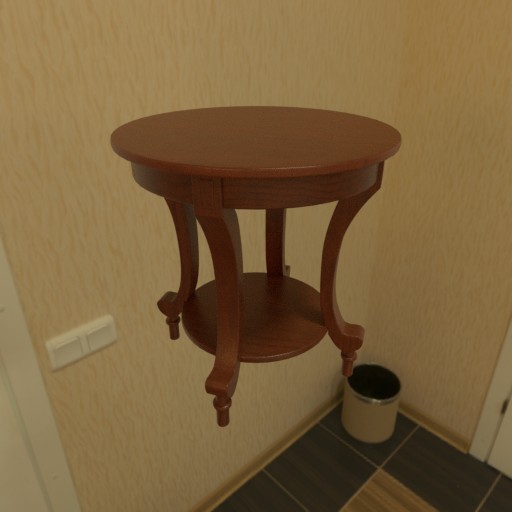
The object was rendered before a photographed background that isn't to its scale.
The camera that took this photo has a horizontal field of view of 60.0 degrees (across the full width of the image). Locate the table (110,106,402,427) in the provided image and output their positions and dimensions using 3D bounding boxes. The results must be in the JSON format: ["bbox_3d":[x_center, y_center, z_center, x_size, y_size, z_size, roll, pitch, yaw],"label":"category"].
[{"bbox_3d":[0.000,0.000,1.084,0.597,0.612,0.597,0,27,0],"label":"table"}]
